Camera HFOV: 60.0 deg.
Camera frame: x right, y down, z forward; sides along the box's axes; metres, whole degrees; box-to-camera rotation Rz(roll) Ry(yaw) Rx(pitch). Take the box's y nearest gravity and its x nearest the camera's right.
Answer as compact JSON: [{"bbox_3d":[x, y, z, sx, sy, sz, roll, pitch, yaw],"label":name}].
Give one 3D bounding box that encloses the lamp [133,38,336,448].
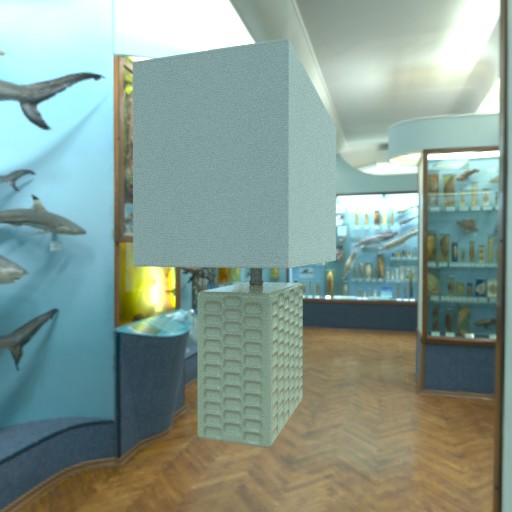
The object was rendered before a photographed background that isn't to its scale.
[{"bbox_3d":[0.000,0.000,0.704,0.200,0.515,0.380,0,1,18],"label":"lamp"}]
